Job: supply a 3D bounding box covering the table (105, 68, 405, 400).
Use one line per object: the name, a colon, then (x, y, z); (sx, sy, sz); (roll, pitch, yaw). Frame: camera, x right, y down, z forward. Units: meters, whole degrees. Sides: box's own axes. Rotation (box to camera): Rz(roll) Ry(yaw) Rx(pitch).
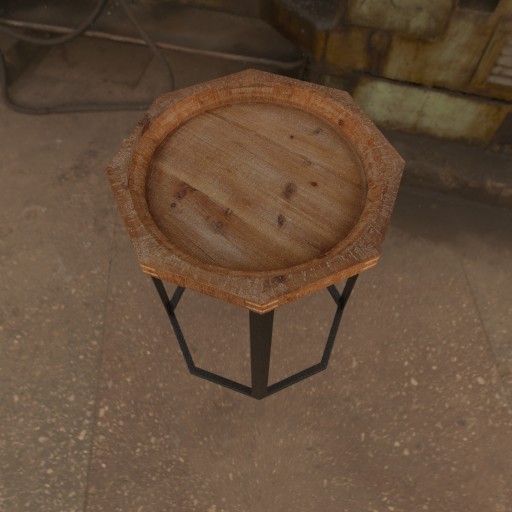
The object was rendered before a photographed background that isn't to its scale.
table: (0.000, 0.000, 0.909); (0.458, 0.543, 0.458); (-2, 60, -1)
